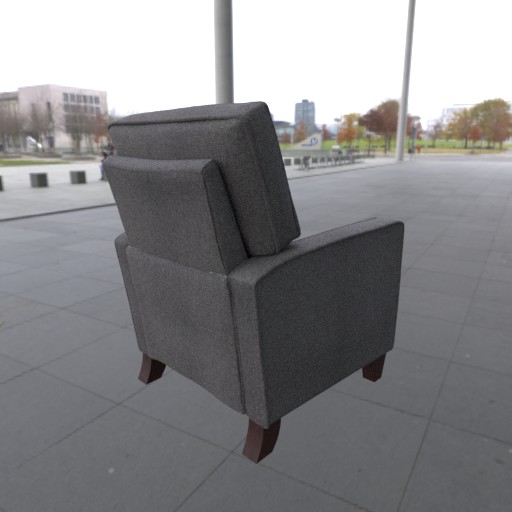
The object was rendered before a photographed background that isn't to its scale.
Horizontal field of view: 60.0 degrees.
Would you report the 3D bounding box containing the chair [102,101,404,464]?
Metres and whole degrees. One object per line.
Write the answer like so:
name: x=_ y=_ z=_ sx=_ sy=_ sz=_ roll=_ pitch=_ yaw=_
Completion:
chair: x=0.000 y=0.000 z=1.422 sx=0.775 sy=0.889 sz=0.650 roll=-13 pitch=19 yaw=-43
